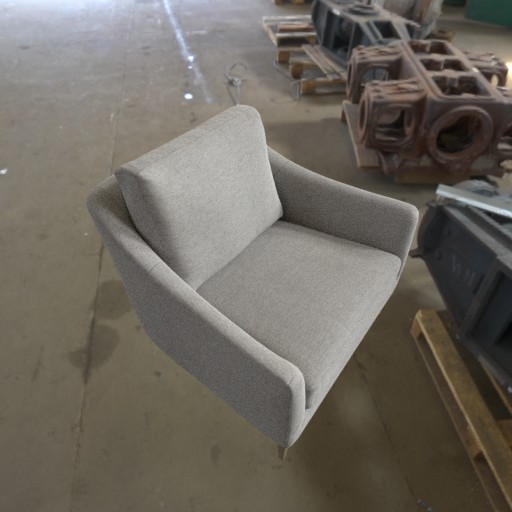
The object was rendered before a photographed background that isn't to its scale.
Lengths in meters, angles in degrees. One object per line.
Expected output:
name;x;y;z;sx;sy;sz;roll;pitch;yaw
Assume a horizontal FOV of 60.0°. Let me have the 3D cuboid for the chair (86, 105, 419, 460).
chair;0.000;0.000;1.757;0.961;0.902;0.986;25;47;25
